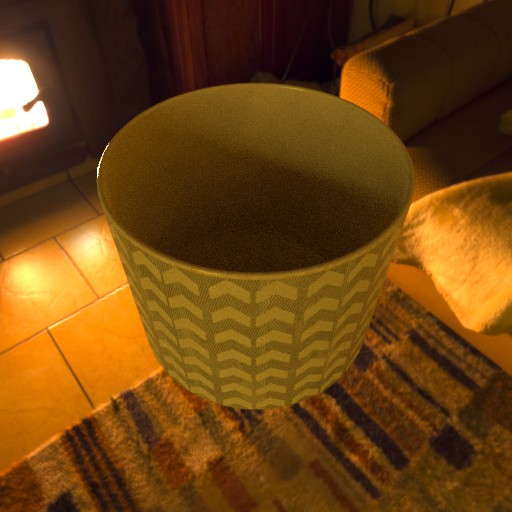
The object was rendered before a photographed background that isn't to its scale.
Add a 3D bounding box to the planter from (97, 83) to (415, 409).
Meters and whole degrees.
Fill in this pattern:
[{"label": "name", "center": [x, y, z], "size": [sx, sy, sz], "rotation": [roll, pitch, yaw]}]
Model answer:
[{"label": "planter", "center": [0.000, 0.000, 0.445], "size": [0.250, 0.239, 0.250], "rotation": [0, 48, 0]}]
